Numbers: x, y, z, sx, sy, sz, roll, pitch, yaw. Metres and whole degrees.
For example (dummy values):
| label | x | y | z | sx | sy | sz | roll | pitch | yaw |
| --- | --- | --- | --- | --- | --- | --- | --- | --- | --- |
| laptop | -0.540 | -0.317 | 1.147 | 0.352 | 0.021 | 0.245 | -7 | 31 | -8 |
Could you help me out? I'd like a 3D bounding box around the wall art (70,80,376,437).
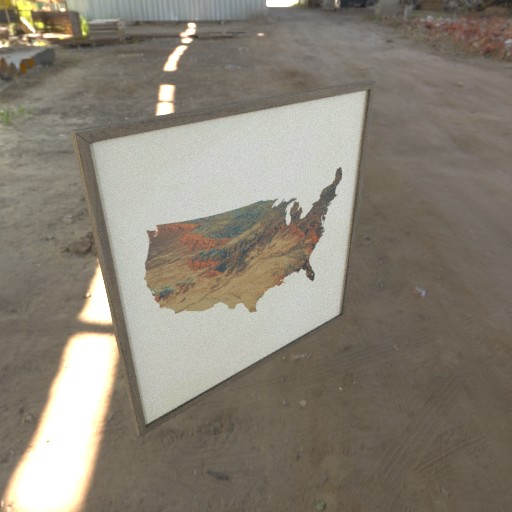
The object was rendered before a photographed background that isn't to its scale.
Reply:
| label | x | y | z | sx | sy | sz | roll | pitch | yaw |
| --- | --- | --- | --- | --- | --- | --- | --- | --- | --- |
| wall art | 0.000 | 0.000 | 0.748 | 0.508 | 0.507 | 0.016 | -22 | 38 | -32 |
